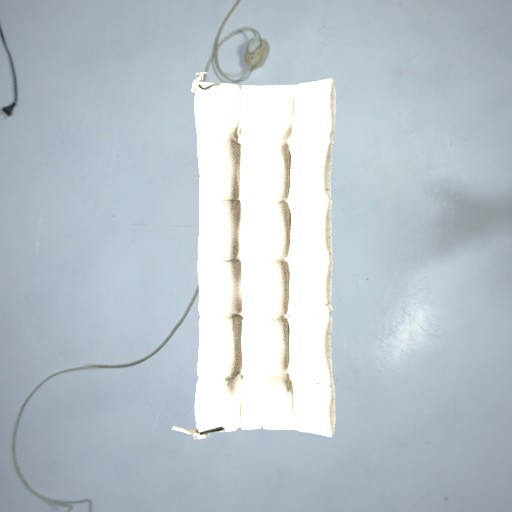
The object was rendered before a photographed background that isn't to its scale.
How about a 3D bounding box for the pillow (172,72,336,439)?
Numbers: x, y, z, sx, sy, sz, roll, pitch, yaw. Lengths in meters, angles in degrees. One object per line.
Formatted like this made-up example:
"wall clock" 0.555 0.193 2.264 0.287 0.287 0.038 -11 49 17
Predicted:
"pillow" 0.000 0.000 1.414 0.511 0.174 1.194 0 90 1
